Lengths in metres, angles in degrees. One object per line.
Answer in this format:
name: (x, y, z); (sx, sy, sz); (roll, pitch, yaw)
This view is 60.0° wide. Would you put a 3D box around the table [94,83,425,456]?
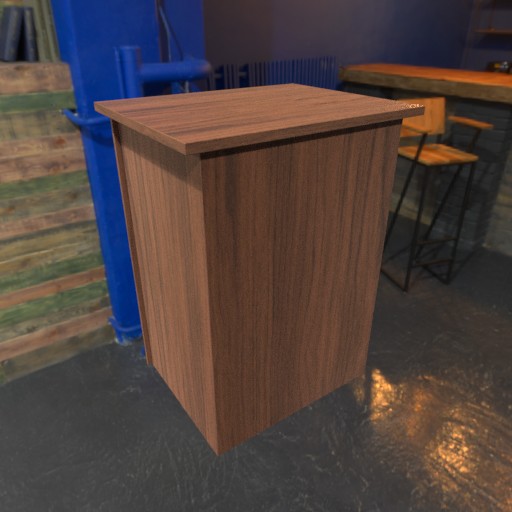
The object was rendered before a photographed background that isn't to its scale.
table: (0.000, 0.000, 0.966); (0.480, 0.636, 0.381); (-18, 33, -30)
